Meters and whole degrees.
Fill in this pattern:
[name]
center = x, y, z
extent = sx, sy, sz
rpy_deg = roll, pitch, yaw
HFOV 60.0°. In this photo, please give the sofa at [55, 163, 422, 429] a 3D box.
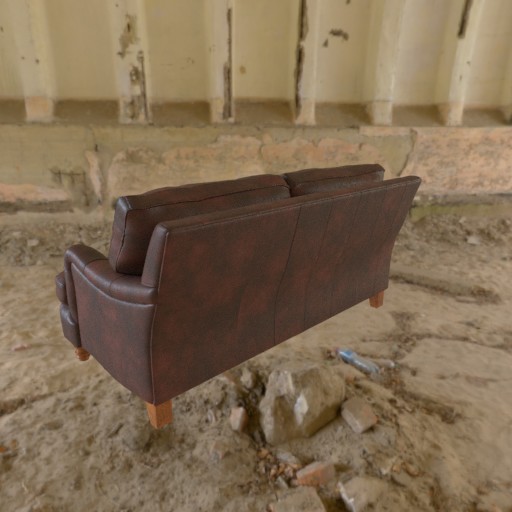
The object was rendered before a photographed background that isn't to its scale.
[sofa]
center = 0.000, 0.000, 2.809
extent = 2.144, 1.071, 1.147
rpy_deg = -17, 24, -42
